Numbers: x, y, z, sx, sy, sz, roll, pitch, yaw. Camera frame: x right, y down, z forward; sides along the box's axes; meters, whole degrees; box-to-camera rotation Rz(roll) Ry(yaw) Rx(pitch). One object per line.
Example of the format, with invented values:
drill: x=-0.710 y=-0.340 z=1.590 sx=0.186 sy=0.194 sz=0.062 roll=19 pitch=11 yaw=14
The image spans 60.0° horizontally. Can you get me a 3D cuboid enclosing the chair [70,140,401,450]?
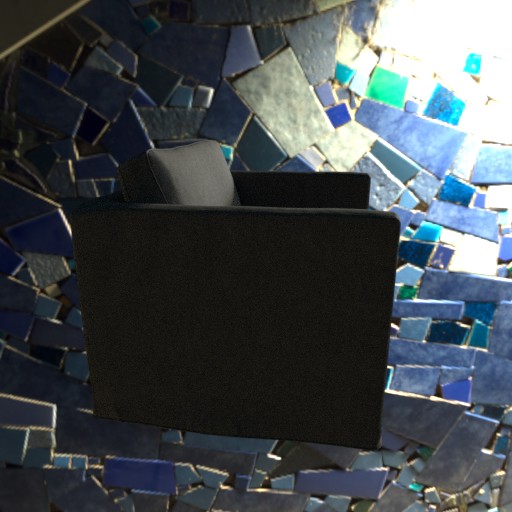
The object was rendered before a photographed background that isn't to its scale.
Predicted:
chair: x=0.000 y=0.000 z=1.742 sx=0.949 sy=0.863 sz=1.057 roll=3 pitch=17 yaw=9
